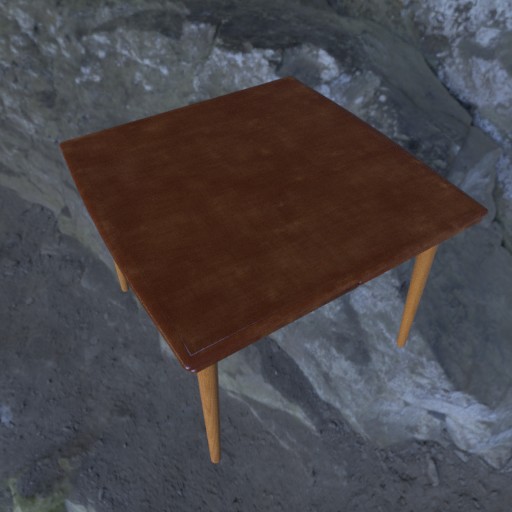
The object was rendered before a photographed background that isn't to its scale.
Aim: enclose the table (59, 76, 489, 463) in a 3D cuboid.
[{"bbox_3d":[0.000,0.000,1.641,0.991,0.754,0.991,-24,52,-21],"label":"table"}]
